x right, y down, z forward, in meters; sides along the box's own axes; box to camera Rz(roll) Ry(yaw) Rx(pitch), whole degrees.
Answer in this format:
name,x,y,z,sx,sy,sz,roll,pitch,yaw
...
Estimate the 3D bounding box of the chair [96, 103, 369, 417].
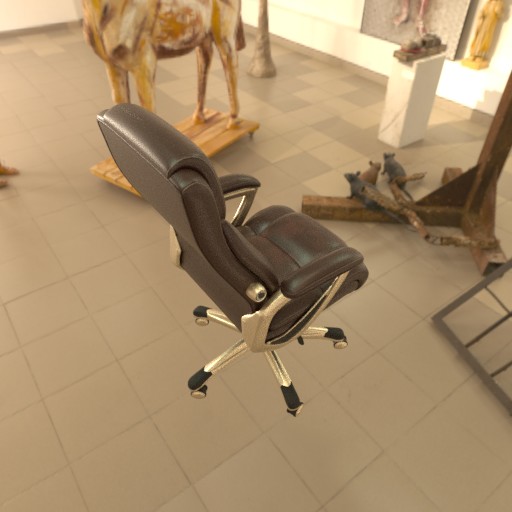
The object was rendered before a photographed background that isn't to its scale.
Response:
name,x,y,z,sx,sy,sz,roll,pitch,yaw
chair,0.000,0.000,1.613,0.749,1.194,0.692,-26,48,-27
